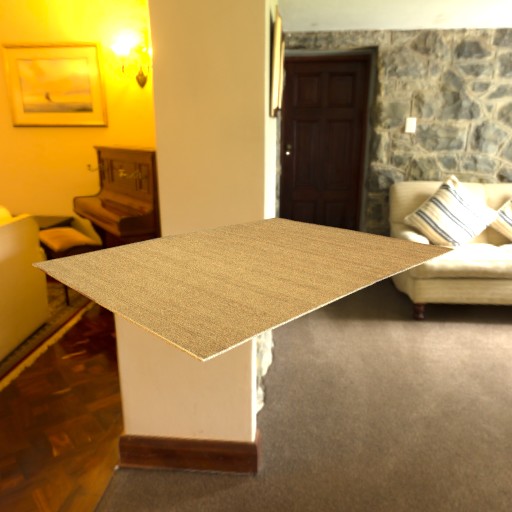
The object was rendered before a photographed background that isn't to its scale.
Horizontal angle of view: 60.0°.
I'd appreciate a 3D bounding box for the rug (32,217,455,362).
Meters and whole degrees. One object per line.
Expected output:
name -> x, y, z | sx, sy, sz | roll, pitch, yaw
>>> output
rug -> 0.000, 0.000, 4.173 | 3.202, 0.045, 2.434 | -15, 21, -43
